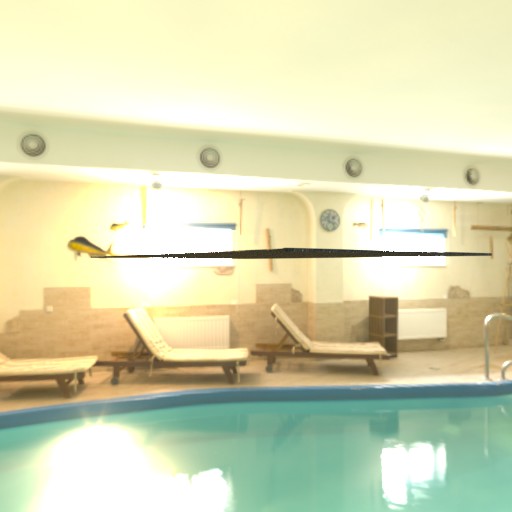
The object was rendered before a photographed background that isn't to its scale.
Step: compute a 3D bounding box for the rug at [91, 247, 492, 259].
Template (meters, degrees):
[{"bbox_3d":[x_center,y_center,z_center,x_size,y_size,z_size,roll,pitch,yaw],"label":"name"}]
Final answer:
[{"bbox_3d":[0.000,0.000,3.025,1.530,0.015,2.449,1,-1,-36],"label":"rug"}]
